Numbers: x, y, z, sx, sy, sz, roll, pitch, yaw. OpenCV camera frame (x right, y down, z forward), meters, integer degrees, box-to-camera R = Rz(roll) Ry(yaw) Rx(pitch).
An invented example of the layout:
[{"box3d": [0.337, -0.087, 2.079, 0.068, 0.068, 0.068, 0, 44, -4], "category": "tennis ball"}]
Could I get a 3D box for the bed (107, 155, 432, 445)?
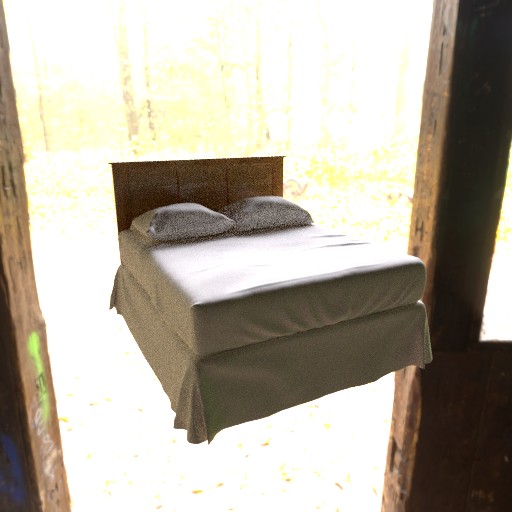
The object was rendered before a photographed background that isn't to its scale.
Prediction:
[{"box3d": [0.000, 0.000, 3.260, 1.870, 1.273, 2.035, -9, 19, -26], "category": "bed"}]
